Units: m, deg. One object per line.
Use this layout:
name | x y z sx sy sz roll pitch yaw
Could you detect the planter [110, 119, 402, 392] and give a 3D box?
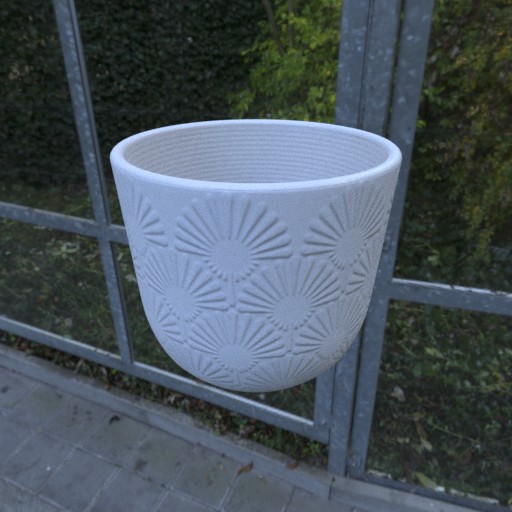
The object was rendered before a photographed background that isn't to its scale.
planter | 0.000 0.000 0.301 0.170 0.152 0.170 0 27 0
